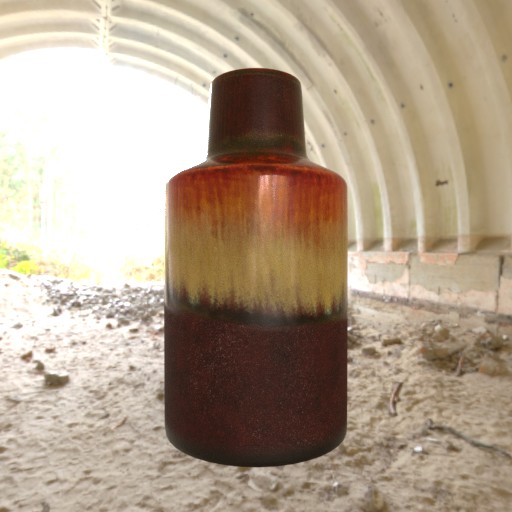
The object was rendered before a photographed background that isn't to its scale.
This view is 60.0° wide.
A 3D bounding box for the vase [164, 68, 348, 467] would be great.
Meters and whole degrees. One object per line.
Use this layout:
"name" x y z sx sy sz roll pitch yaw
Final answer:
"vase" 0.000 0.000 0.265 0.108 0.204 0.108 0 1 0
